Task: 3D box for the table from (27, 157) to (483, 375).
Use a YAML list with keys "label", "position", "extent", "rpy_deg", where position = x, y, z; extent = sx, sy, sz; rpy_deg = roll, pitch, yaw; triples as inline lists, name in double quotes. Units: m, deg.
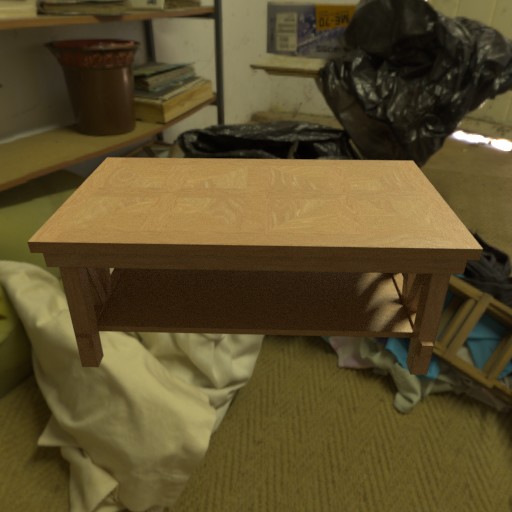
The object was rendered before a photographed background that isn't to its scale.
- label: "table"
  position: [0.000, 0.000, 1.669]
  extent: [1.270, 0.507, 0.711]
  rpy_deg: [1, 32, 2]
